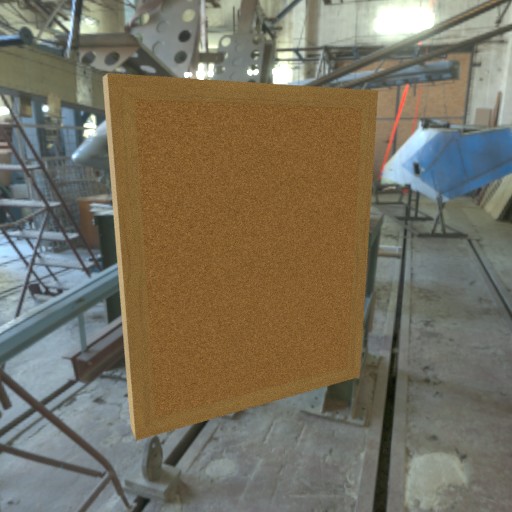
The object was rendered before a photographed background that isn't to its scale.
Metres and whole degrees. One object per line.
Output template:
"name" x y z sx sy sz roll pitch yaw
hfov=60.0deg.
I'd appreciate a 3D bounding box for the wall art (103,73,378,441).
"wall art" 0.000 0.000 0.523 0.312 0.380 0.030 -7 16 -26
